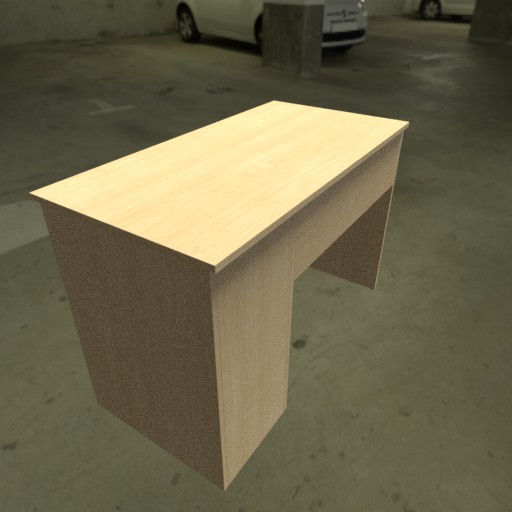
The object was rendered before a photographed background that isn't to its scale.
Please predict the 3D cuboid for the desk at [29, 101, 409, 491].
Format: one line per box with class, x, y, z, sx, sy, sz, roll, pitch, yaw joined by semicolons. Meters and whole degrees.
desk;0.000;0.000;1.500;0.560;0.735;1.097;20;37;28
